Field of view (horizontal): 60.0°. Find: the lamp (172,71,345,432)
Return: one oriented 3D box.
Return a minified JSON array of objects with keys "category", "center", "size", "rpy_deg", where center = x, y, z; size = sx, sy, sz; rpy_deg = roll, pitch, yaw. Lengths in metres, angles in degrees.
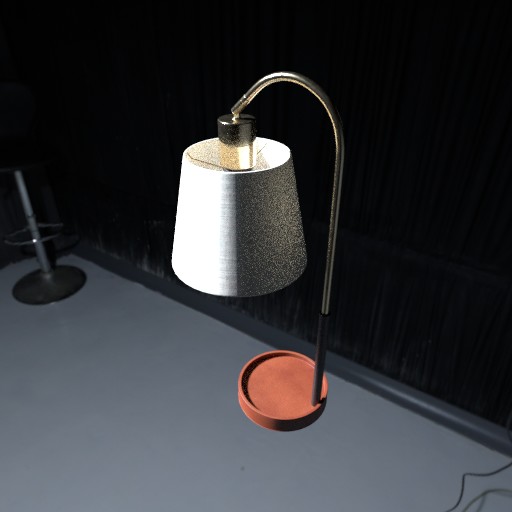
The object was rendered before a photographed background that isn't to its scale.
[{"category":"lamp","center":[0.000,0.000,0.676],"size":[0.273,0.536,0.211],"rpy_deg":[21,38,30]}]
